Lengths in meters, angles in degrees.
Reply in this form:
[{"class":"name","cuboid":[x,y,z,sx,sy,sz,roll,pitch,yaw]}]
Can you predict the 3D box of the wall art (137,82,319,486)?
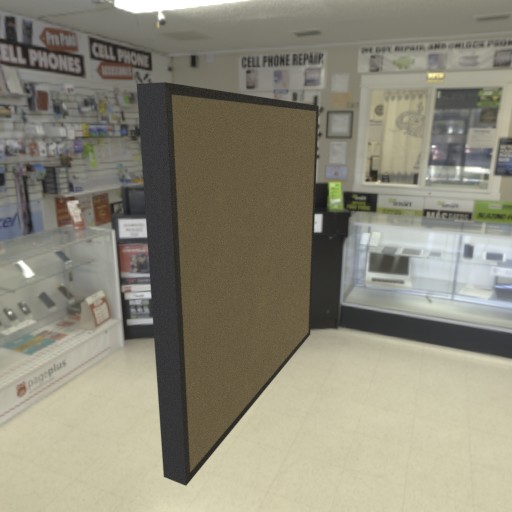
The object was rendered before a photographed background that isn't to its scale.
[{"class":"wall art","cuboid":[0.000,0.000,0.754,0.037,0.507,0.509,7,17,25]}]
